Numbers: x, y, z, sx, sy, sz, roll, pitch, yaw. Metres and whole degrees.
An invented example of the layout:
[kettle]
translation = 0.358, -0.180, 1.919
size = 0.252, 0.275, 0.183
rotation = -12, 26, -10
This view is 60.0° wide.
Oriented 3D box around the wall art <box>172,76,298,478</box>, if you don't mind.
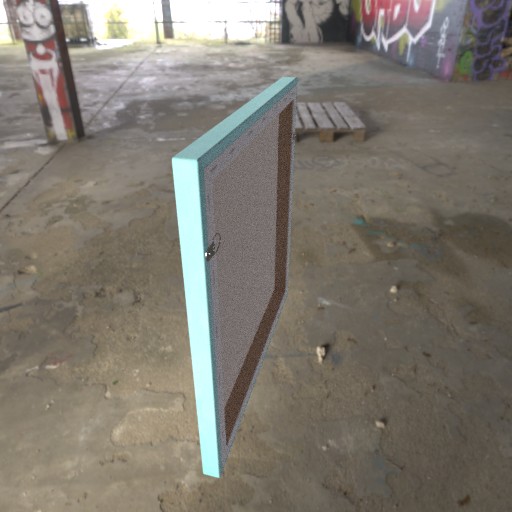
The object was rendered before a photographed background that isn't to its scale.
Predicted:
[wall art]
translation = 0.000, 0.000, 1.622
size = 0.070, 1.073, 1.071
rotation = 8, 32, 13
